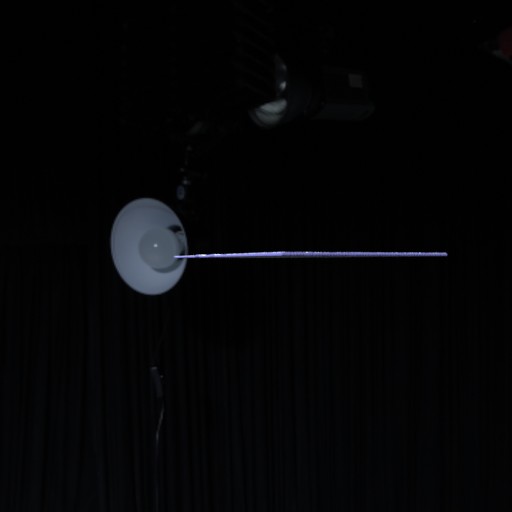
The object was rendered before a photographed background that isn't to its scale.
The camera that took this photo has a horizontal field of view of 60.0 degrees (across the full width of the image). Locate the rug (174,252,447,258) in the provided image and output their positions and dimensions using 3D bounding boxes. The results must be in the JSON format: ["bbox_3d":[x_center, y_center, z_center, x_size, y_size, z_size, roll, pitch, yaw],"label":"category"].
[{"bbox_3d":[0.000,0.000,2.461,0.602,0.016,2.283,0,0,-18],"label":"rug"}]
